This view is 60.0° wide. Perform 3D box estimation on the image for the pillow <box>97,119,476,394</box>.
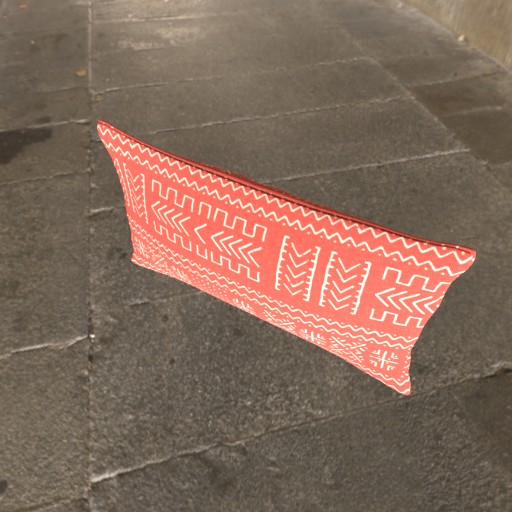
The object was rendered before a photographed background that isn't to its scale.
[{"bbox_3d":[0.000,0.000,0.777,0.640,0.352,0.130,23,50,21],"label":"pillow"}]
